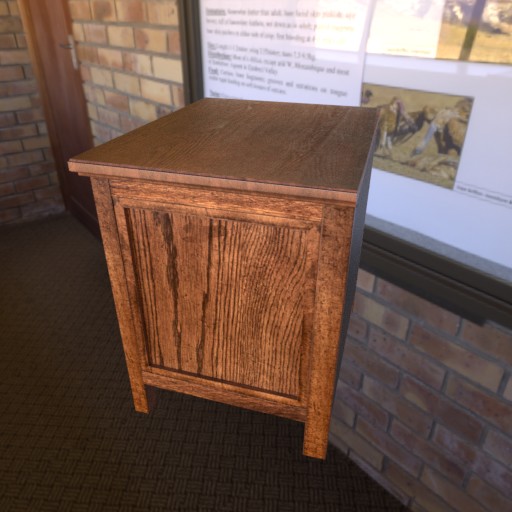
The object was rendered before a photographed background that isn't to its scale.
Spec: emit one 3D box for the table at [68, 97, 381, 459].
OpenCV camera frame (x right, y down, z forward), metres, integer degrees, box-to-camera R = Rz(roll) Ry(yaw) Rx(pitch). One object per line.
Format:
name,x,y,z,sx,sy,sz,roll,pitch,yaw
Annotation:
table,0.000,0.000,1.044,0.461,0.597,0.586,8,31,15
